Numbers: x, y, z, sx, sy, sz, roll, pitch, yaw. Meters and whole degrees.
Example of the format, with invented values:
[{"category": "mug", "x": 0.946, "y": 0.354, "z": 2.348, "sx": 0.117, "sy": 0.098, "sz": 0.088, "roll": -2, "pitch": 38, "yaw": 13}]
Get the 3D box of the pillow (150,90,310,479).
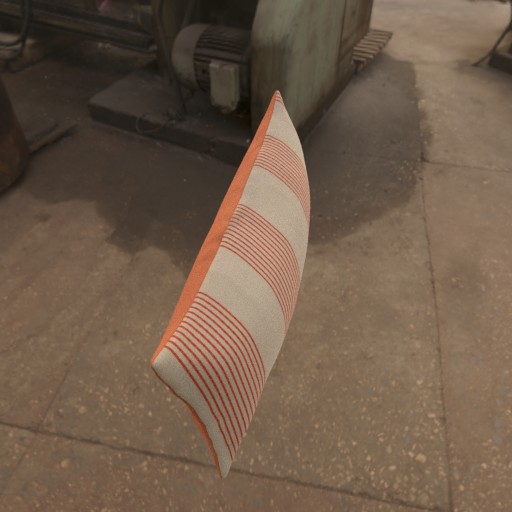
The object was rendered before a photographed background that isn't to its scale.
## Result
[{"category": "pillow", "x": 0.000, "y": 0.000, "z": 0.731, "sx": 0.156, "sy": 0.292, "sz": 0.608, "roll": 10, "pitch": 47, "yaw": 9}]
